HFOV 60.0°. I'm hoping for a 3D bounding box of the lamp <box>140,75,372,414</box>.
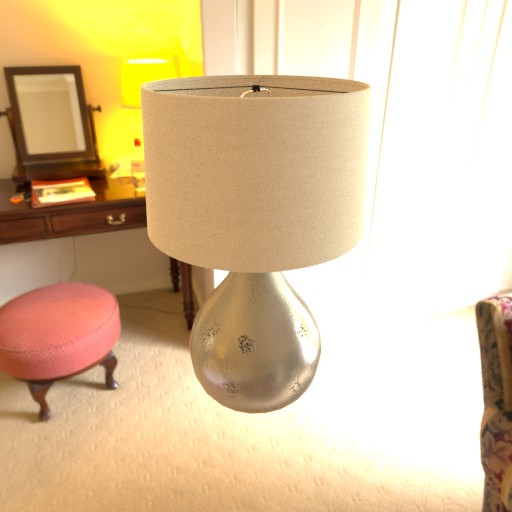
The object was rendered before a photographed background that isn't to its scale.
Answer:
[{"bbox_3d":[0.000,0.000,0.717,0.330,0.521,0.330,0,26,0],"label":"lamp"}]
